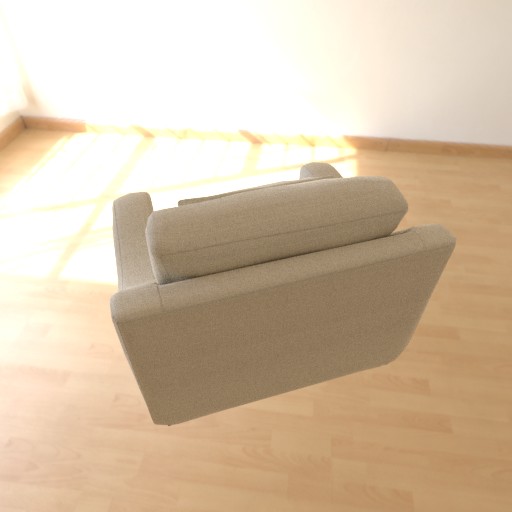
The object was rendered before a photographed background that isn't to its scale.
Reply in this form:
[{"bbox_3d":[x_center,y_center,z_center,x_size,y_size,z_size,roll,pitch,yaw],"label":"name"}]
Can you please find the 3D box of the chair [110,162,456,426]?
[{"bbox_3d":[0.000,0.000,1.967,1.178,1.016,1.009,-12,44,-13],"label":"chair"}]
